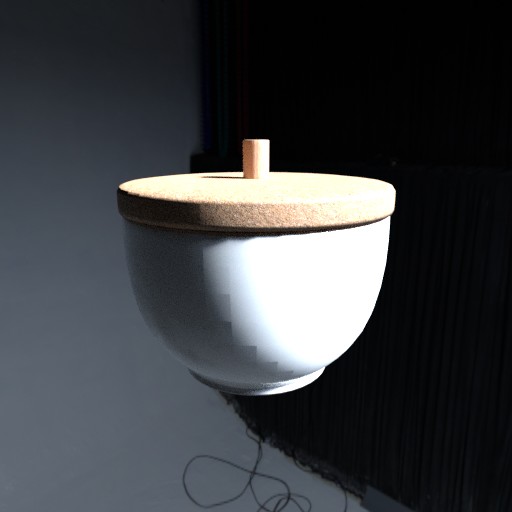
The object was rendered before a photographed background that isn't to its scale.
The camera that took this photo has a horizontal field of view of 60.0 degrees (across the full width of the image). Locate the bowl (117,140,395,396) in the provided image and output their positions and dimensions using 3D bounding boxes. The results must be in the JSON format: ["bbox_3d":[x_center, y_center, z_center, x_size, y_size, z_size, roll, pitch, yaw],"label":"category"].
[{"bbox_3d":[0.000,0.000,0.218,0.126,0.110,0.126,0,14,0],"label":"bowl"}]
